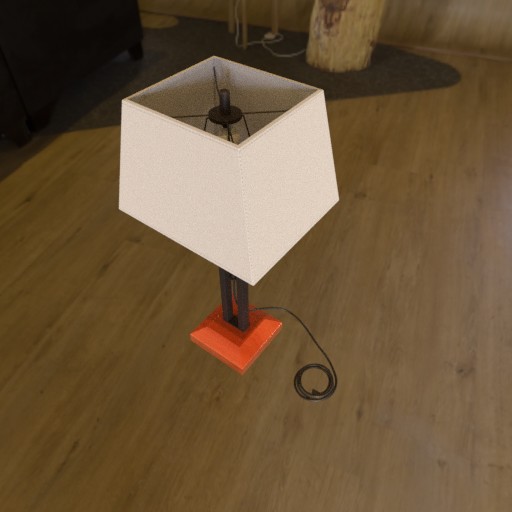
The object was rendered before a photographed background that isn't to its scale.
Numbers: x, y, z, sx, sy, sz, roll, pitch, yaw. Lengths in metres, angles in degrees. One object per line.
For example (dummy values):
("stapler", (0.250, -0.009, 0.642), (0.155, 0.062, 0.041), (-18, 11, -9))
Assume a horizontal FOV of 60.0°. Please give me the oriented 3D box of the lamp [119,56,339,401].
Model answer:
("lamp", (0.000, 0.000, 1.002), (0.498, 0.737, 0.310), (28, 52, 25))
